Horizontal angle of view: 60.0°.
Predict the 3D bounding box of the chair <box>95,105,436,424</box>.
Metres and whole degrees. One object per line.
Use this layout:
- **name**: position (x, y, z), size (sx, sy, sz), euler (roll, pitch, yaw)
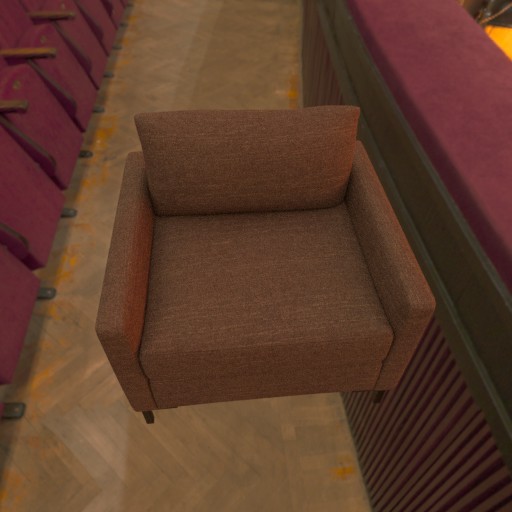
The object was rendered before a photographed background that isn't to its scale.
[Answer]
- **chair**: position (0.000, 0.000, 1.572), size (0.940, 0.841, 0.845), euler (-4, 47, -4)
